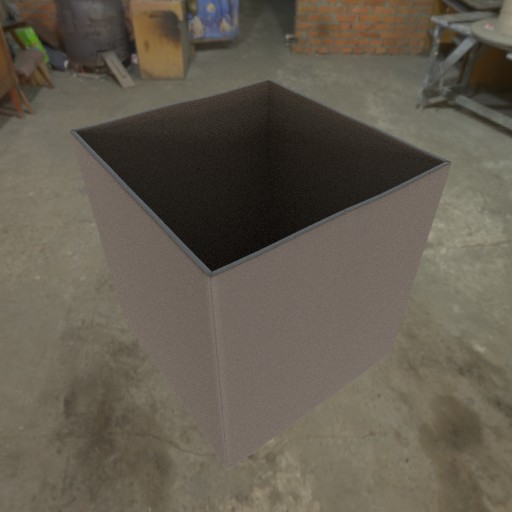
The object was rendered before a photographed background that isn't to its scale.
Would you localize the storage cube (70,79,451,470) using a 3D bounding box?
[{"bbox_3d":[0.000,0.000,0.509,0.270,0.280,0.270,-26,47,-27],"label":"storage cube"}]
